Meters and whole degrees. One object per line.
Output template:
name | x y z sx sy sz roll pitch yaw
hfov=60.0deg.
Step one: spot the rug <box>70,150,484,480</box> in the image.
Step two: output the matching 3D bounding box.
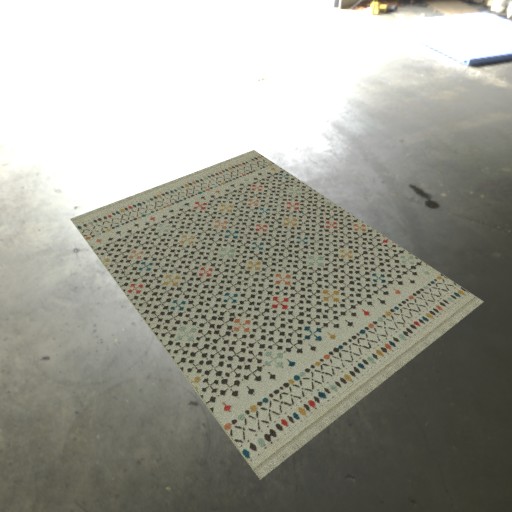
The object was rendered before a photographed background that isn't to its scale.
rug | 0.000 0.000 4.116 2.354 0.007 3.196 -27 49 -26
